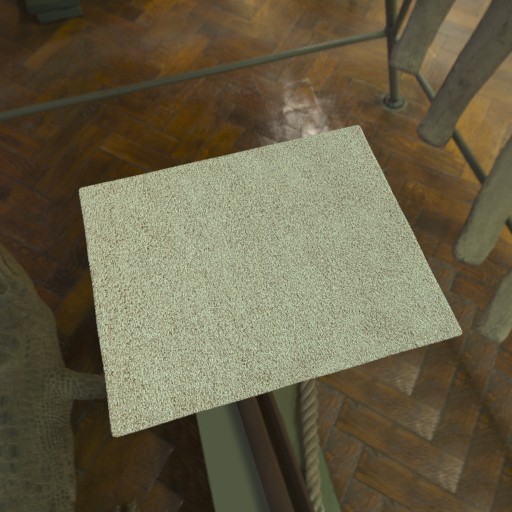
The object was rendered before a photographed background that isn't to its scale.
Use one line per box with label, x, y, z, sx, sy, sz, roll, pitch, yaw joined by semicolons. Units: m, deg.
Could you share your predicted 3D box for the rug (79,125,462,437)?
rug;0.000;0.000;4.171;3.047;0.029;2.438;-14;65;-7
